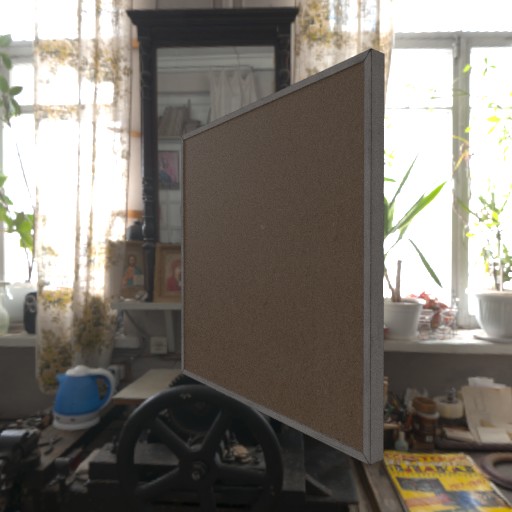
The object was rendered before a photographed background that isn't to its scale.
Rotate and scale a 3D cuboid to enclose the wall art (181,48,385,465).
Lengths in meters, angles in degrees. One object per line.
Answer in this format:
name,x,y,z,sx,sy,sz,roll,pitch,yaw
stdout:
wall art,0.000,0.000,1.127,0.038,0.762,0.762,0,1,-36
